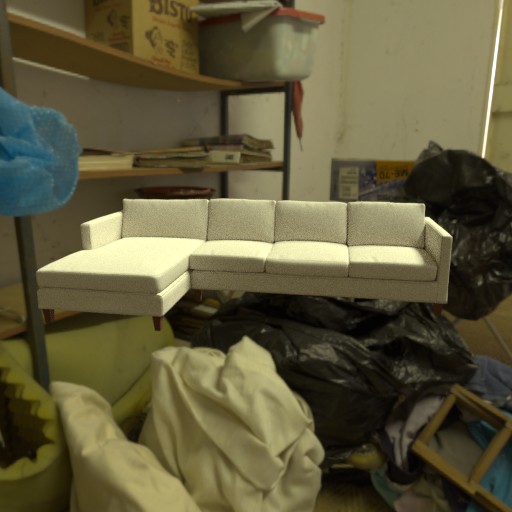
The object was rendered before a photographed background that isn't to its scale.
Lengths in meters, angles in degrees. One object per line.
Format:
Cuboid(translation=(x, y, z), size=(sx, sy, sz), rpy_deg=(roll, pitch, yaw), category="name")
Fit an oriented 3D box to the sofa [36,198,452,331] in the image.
Cuboid(translation=(0.000, 0.000, 3.888), size=(3.186, 0.846, 1.625), rpy_deg=(2, 14, 10), category="sofa")
